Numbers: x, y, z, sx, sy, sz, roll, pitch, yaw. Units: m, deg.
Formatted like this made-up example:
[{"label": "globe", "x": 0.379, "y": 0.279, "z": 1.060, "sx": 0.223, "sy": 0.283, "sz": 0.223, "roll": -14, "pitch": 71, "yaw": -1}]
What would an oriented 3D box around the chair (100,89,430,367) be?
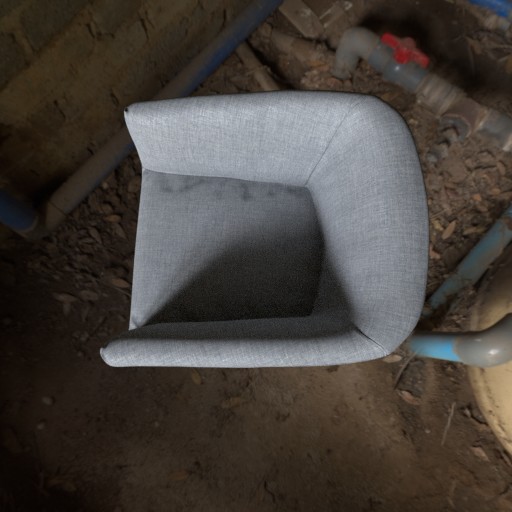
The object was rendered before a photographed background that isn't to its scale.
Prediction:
[{"label": "chair", "x": 0.000, "y": 0.000, "z": 1.221, "sx": 0.668, "sy": 0.771, "sz": 0.600, "roll": 1, "pitch": 76, "yaw": 0}]
